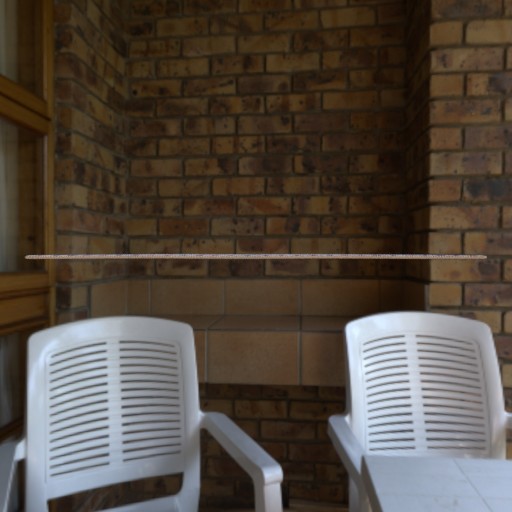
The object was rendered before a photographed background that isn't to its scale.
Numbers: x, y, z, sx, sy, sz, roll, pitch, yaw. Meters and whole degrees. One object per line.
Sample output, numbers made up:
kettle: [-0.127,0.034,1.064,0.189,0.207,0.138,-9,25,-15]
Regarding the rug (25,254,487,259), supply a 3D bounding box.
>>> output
rug: [0.000,0.000,3.108,2.464,0.023,1.521,0,0,0]
